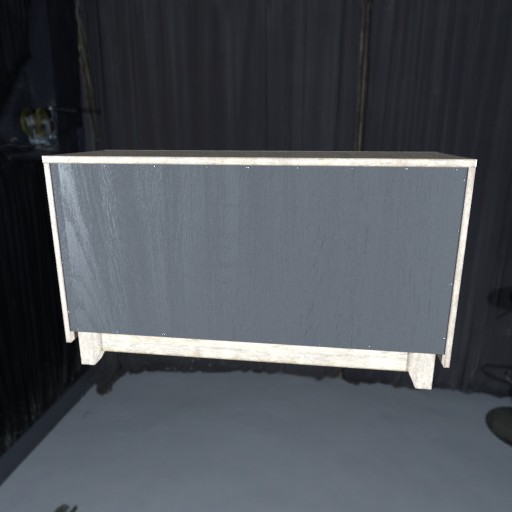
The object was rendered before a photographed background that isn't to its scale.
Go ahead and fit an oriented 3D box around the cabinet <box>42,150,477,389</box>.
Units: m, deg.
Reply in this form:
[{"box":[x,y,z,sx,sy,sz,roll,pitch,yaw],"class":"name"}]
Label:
[{"box":[0.000,0.000,1.830,1.460,0.825,0.511,2,16,7],"class":"cabinet"}]
